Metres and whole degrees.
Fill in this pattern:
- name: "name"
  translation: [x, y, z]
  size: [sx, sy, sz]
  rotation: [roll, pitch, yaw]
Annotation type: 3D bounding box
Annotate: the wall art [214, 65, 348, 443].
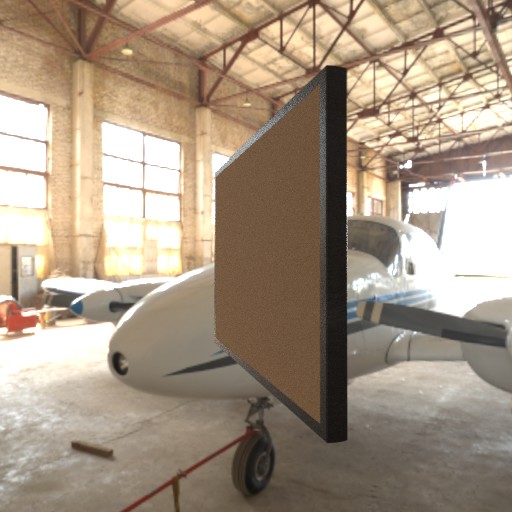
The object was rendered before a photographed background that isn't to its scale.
- name: "wall art"
  translation: [0.000, 0.000, 1.153]
  size: [0.038, 0.612, 0.912]
  rotation: [0, -1, -17]
